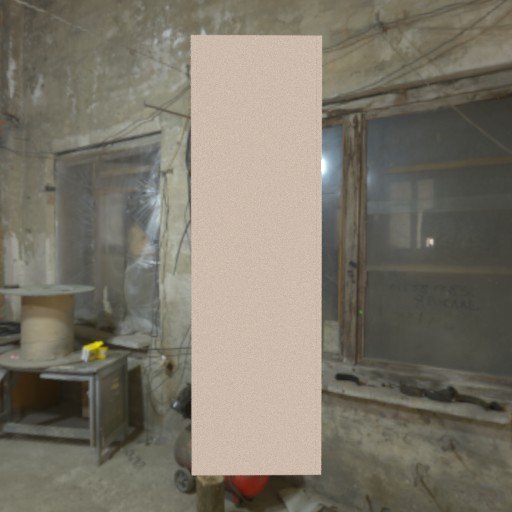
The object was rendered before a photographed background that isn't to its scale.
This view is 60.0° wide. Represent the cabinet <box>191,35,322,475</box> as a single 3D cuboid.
[{"bbox_3d":[0.000,0.000,1.510,0.400,1.350,0.300,0,1,-1],"label":"cabinet"}]
